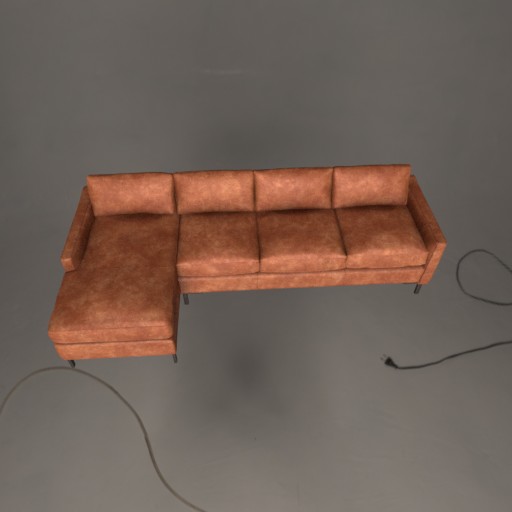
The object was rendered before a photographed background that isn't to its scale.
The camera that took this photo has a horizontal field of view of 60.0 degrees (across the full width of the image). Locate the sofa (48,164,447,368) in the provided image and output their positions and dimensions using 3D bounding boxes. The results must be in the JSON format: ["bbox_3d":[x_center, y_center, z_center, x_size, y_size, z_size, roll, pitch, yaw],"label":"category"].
[{"bbox_3d":[0.000,0.000,3.631,2.993,0.859,1.471,-2,46,-2],"label":"sofa"}]
